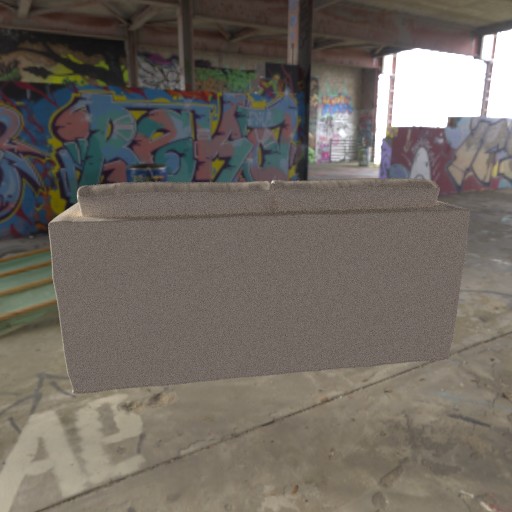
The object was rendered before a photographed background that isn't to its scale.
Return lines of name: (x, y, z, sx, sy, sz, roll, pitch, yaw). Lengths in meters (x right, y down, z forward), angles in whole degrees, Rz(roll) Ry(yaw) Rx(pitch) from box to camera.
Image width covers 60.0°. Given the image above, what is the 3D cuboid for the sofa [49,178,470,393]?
sofa: (0.000, 0.000, 2.276, 1.746, 0.834, 0.962, -3, 16, -10)
